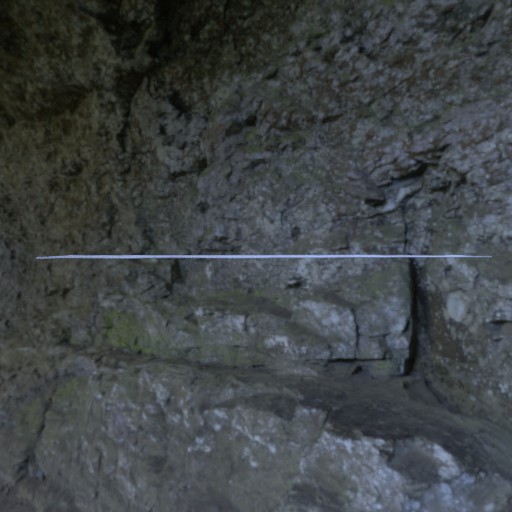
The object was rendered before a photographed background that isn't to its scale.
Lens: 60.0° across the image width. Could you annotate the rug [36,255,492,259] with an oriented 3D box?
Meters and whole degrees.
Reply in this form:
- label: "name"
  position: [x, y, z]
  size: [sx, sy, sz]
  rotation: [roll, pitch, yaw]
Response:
- label: "rug"
  position: [0.000, 0.000, 2.963]
  size: [2.440, 0.012, 1.522]
  rotation: [0, 0, -18]
